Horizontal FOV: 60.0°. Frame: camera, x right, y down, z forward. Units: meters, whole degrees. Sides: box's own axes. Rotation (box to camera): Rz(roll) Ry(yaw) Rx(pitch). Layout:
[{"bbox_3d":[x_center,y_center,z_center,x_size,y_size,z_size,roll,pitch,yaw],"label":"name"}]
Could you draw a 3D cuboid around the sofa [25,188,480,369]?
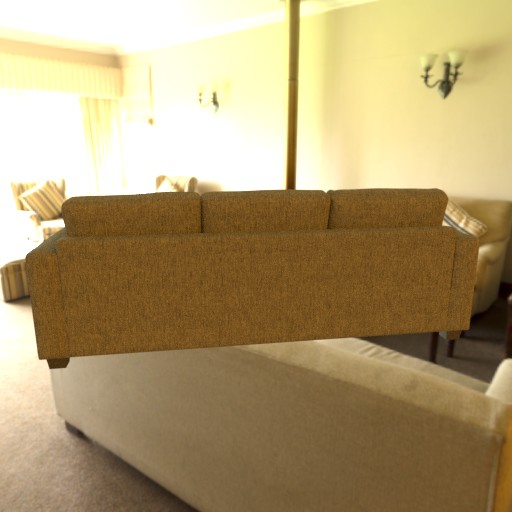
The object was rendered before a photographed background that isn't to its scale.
[{"bbox_3d":[0.000,0.000,2.514,2.160,0.800,0.900,-2,14,-9],"label":"sofa"}]
